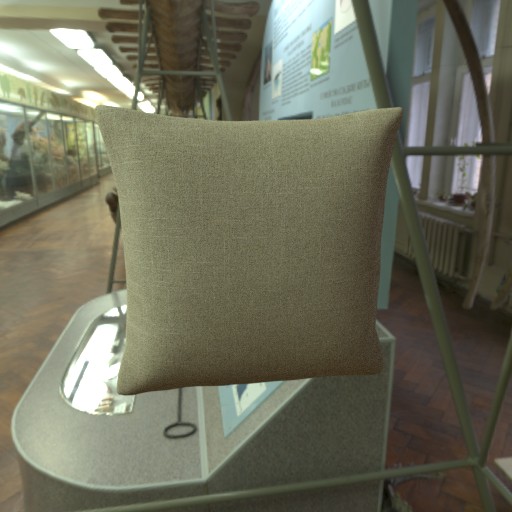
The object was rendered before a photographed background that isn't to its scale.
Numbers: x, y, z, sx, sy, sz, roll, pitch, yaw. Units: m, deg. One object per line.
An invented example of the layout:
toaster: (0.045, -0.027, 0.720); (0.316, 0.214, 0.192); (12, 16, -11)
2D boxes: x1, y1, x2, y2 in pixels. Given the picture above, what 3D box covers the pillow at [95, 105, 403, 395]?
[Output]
pillow: (0.000, 0.000, 0.665); (0.435, 0.428, 0.148); (-2, 14, -9)
